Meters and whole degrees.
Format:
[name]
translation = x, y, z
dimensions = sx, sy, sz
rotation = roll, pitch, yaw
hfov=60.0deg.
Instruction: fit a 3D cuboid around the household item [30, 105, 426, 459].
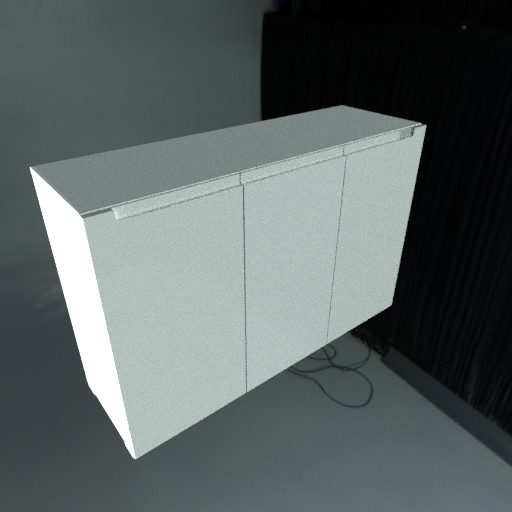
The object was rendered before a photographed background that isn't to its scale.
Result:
[household item]
translation = 0.000, 0.000, 1.679
dimensions = 1.300, 0.867, 0.420
rotation = -22, 37, -32
